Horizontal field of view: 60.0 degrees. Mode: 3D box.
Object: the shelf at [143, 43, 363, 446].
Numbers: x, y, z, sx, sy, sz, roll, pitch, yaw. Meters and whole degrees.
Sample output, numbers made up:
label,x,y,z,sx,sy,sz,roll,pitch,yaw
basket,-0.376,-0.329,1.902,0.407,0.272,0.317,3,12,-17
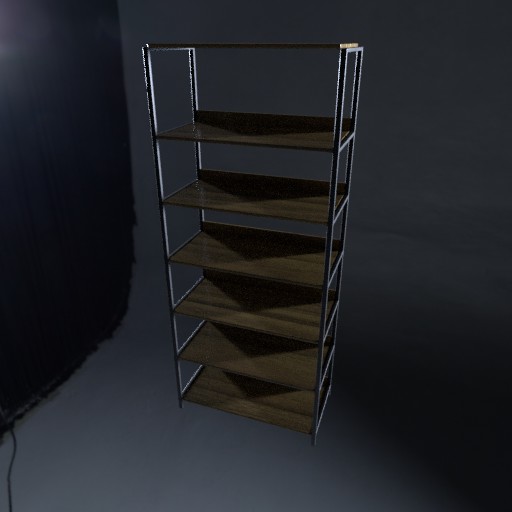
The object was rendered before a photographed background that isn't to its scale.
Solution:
label,x,y,z,sx,sy,sz,roll,pitch,yaw
shelf,0.000,0.000,2.331,0.847,2.015,0.431,9,27,18
